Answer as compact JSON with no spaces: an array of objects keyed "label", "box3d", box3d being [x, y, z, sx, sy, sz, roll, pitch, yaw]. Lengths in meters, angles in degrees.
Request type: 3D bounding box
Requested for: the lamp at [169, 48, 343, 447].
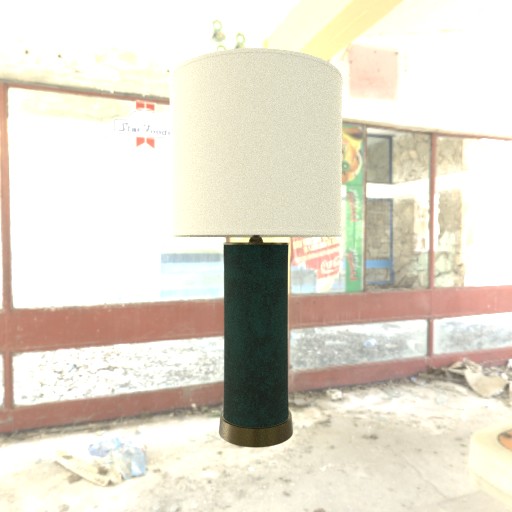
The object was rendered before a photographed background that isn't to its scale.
[{"label":"lamp","box3d":[0.000,0.000,0.790,0.301,0.630,0.301,0,2,0]}]
